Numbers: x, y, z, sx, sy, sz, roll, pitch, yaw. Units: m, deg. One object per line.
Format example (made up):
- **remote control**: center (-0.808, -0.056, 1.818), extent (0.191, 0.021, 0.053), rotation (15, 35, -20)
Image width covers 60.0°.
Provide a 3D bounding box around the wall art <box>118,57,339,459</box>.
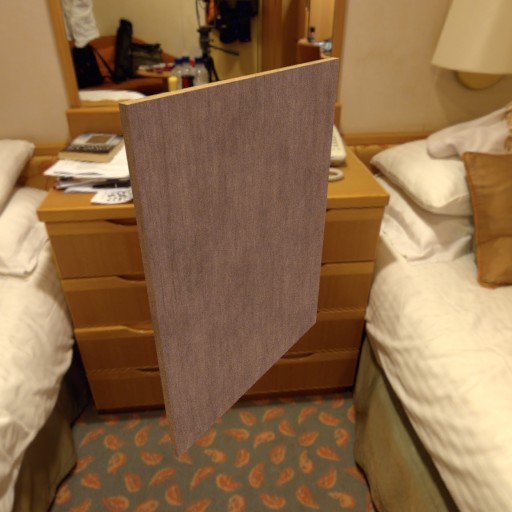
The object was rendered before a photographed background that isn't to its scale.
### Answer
- **wall art**: center (0.000, 0.000, 0.896), extent (0.018, 0.686, 0.534), rotation (21, 37, 31)
